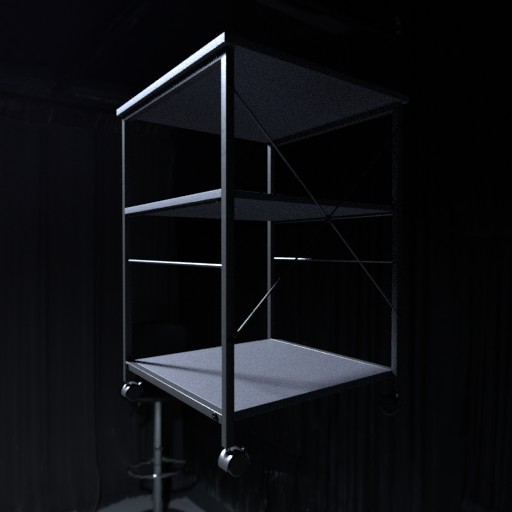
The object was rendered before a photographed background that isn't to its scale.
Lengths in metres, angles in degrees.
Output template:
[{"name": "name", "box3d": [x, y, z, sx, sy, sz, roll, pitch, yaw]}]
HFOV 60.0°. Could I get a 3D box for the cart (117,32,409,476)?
[{"name": "cart", "box3d": [0.000, 0.000, 1.112, 0.521, 0.762, 0.520, -1, 1, -37]}]
